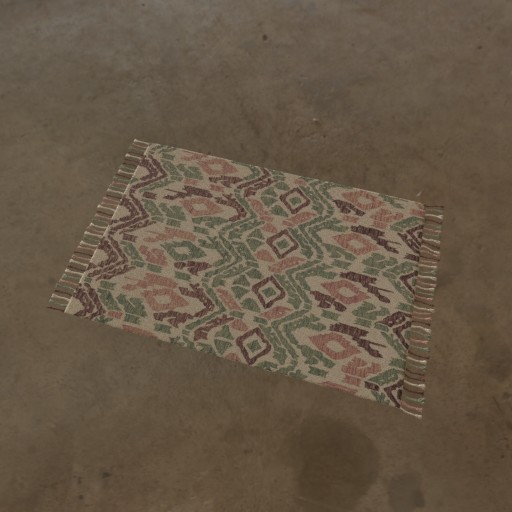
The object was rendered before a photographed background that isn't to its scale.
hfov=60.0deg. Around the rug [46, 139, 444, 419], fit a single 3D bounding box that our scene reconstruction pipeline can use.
[{"bbox_3d":[0.000,0.000,3.042,2.438,0.011,1.524,14,64,7],"label":"rug"}]
